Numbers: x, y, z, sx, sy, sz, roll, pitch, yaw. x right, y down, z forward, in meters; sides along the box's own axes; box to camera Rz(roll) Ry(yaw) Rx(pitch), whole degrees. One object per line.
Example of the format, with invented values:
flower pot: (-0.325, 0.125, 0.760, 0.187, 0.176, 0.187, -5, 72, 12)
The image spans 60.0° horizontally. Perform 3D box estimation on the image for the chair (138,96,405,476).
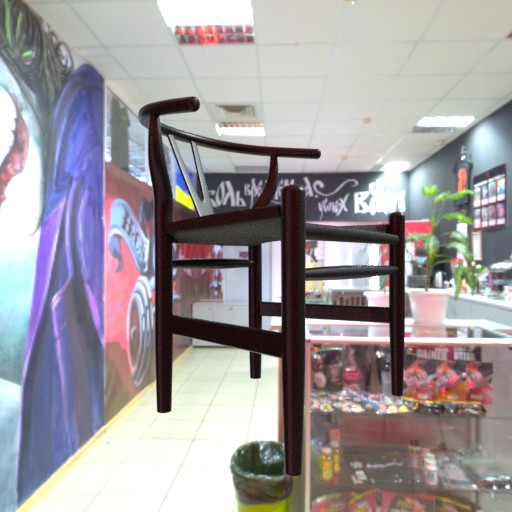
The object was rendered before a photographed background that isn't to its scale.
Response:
chair: (0.000, 0.000, 1.115, 0.579, 0.730, 0.569, 0, -1, 36)
